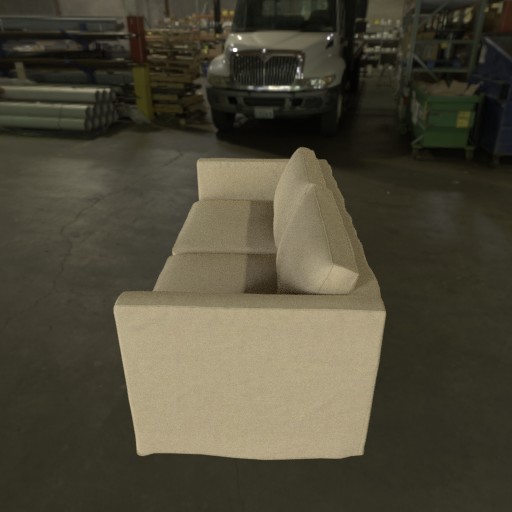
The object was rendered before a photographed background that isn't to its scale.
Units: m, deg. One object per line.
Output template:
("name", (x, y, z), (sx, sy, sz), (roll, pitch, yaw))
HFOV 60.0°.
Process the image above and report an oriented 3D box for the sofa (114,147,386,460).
("sofa", (0.000, 0.000, 2.455), (0.962, 0.835, 1.959), (1, 27, 2))
